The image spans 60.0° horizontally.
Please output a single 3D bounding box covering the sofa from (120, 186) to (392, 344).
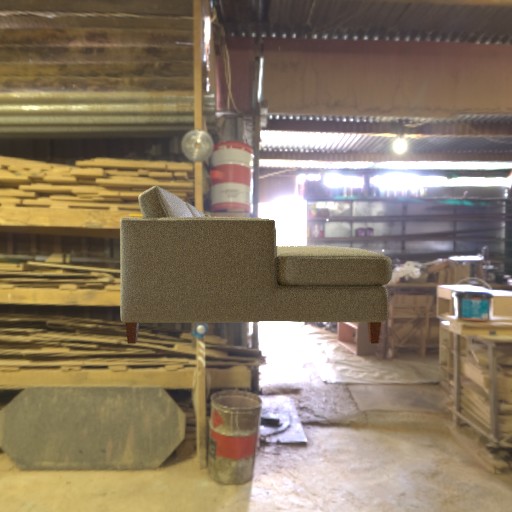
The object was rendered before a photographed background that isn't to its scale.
[{"bbox_3d":[0.000,0.000,3.950,1.502,0.876,3.201,0,2,0],"label":"sofa"}]
